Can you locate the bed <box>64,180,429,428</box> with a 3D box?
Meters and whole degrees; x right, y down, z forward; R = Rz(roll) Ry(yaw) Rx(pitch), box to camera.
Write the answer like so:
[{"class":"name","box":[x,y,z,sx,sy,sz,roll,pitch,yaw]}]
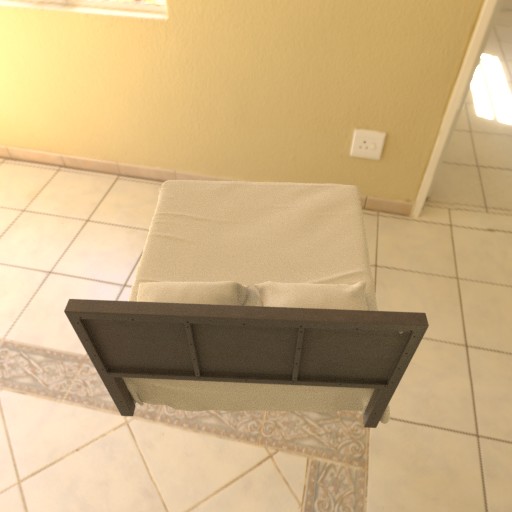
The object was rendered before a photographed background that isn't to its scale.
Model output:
[{"class":"bed","box":[0.000,0.000,2.962,1.772,1.142,1.785,2,48,2]}]
